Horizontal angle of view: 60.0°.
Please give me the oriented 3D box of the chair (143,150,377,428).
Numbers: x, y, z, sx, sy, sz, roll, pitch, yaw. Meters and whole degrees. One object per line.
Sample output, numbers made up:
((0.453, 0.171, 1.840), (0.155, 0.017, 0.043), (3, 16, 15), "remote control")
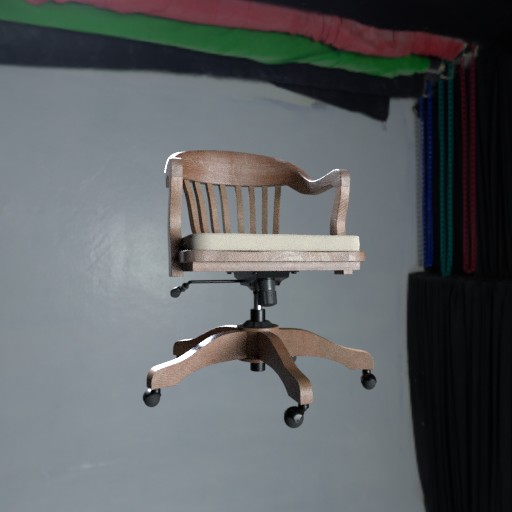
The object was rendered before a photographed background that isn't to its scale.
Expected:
((0.000, 0.000, 1.486), (0.750, 0.878, 0.788), (0, 0, -19), "chair")
